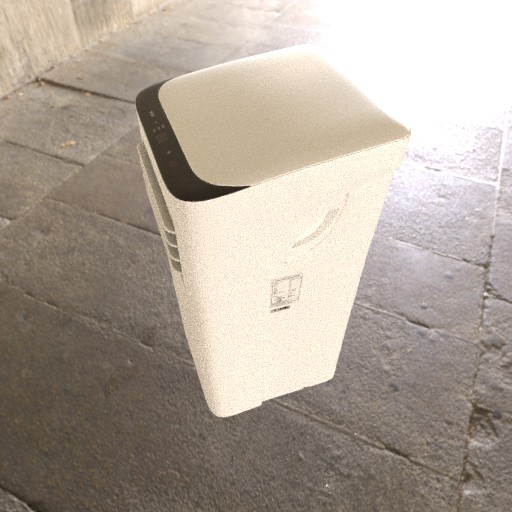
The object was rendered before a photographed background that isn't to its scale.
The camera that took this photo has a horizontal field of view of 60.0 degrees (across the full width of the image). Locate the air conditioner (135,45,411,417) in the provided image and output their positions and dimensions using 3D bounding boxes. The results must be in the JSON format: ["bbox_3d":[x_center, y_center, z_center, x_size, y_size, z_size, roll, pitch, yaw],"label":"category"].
[{"bbox_3d":[0.000,0.000,0.929,0.369,0.716,0.352,-15,48,-14],"label":"air conditioner"}]
